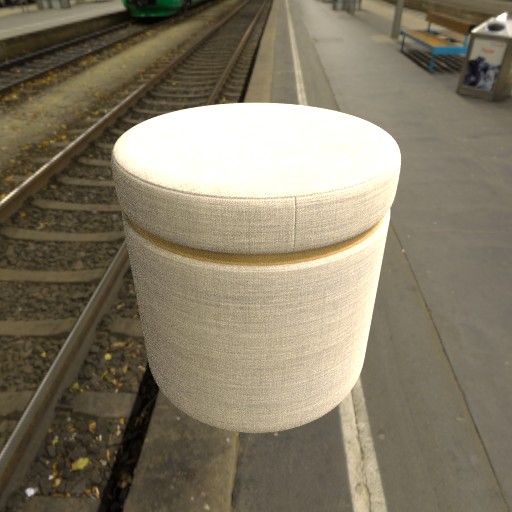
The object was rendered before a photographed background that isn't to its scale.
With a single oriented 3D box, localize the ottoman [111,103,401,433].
[{"bbox_3d":[0.000,0.000,0.731,0.400,0.406,0.400,0,33,0],"label":"ottoman"}]
